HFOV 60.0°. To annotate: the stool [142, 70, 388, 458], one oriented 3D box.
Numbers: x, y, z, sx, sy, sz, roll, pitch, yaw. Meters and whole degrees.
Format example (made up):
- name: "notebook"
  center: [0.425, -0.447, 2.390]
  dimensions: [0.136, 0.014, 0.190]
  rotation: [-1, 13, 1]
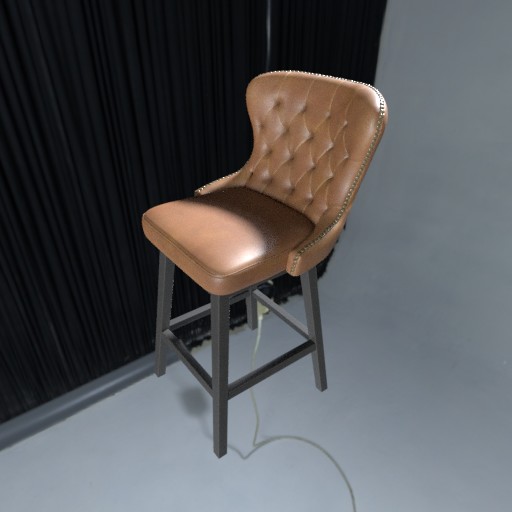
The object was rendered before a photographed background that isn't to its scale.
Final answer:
- name: "stool"
  center: [0.000, 0.000, 1.346]
  dimensions: [0.593, 0.971, 0.528]
  rotation: [-21, 37, -31]
